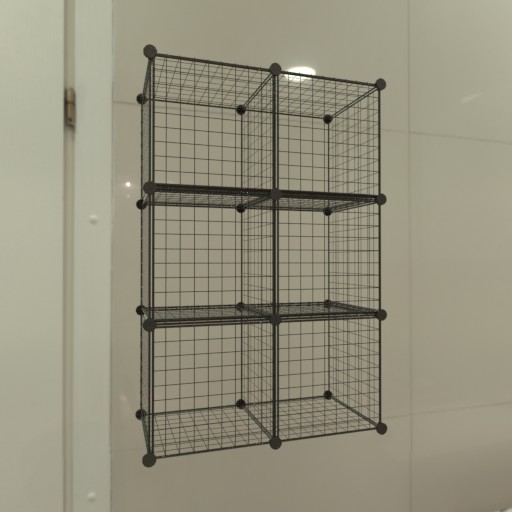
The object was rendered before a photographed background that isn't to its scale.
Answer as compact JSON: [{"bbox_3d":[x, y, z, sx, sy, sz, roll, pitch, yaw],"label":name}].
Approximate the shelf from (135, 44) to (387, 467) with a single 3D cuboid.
[{"bbox_3d":[0.000,0.000,1.391,0.711,1.067,0.356,0,-1,-18],"label":"shelf"}]
